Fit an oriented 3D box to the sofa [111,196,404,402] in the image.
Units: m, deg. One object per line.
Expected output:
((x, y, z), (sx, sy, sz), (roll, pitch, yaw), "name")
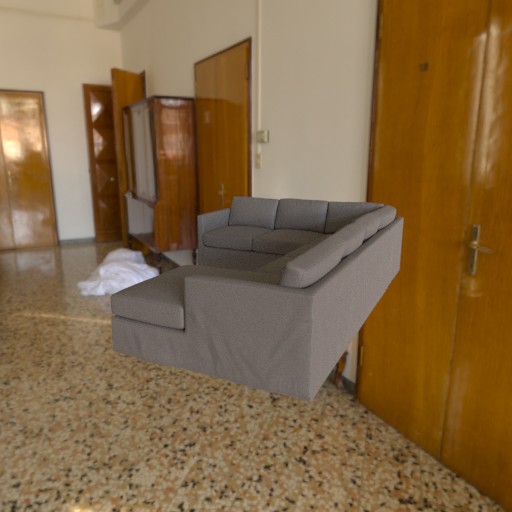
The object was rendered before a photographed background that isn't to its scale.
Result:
((0.000, 0.000, 4.605), (2.427, 0.882, 3.460), (7, 15, 25), "sofa")
